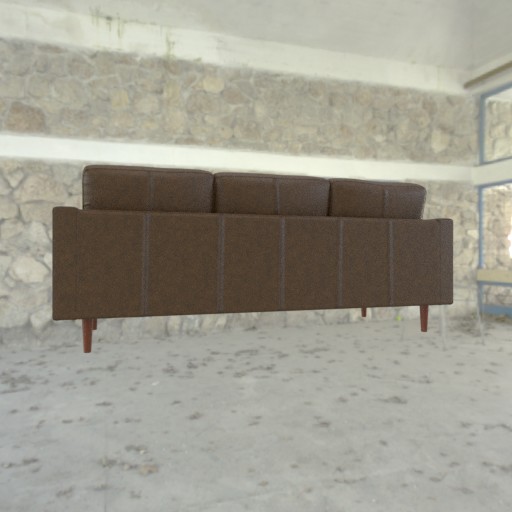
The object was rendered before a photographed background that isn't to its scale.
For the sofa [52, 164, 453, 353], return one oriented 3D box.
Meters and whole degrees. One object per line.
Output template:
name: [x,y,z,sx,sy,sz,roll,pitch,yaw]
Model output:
sofa: [0.000,0.000,2.776,2.231,0.930,0.903,0,0,-18]
